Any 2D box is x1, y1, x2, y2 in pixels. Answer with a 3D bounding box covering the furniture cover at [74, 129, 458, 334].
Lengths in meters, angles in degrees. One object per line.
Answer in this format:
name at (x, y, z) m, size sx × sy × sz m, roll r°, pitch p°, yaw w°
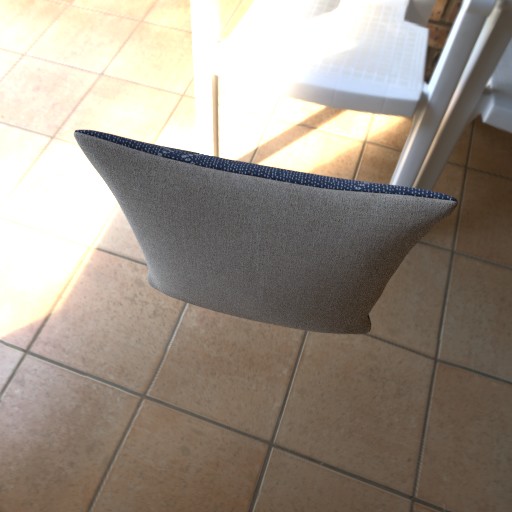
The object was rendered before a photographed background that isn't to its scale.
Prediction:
furniture cover at (0.000, 0.000, 0.783) m, size 0.511 × 0.503 × 0.162 m, roll 12°, pitch 62°, yaw 6°
